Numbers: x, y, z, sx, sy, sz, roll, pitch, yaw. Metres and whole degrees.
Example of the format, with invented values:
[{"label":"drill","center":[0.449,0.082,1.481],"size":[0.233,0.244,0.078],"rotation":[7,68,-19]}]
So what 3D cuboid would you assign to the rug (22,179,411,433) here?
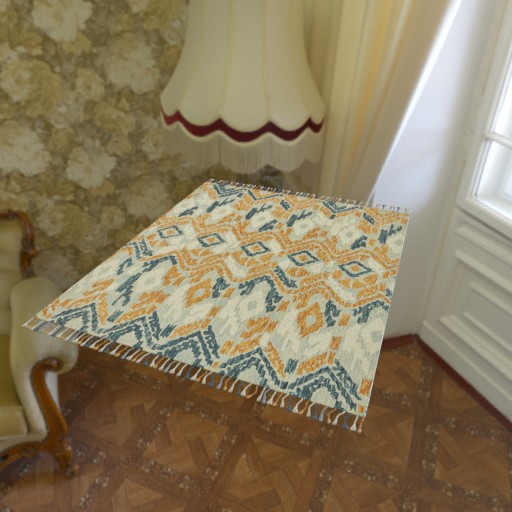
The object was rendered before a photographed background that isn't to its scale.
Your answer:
[{"label":"rug","center":[0.000,0.000,4.014],"size":[2.439,0.010,3.048],"rotation":[12,34,18]}]
